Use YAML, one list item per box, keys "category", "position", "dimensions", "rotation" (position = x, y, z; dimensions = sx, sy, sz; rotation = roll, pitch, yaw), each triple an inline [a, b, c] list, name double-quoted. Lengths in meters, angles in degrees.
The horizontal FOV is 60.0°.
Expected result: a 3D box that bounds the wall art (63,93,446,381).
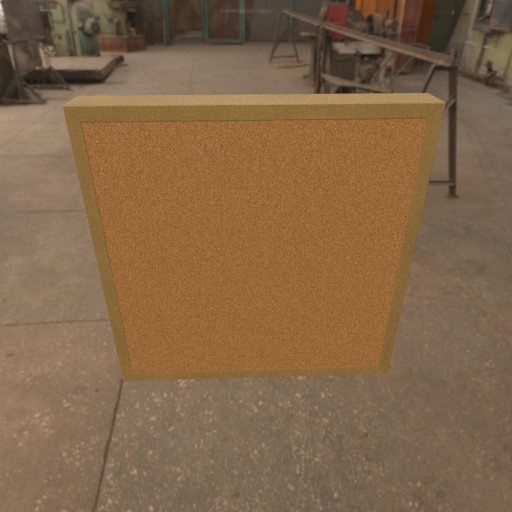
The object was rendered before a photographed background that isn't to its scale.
- category: "wall art"
  position: [0.000, 0.000, 0.447]
  dimensions: [0.305, 0.305, 0.038]
  rotation: [-1, 31, -2]
